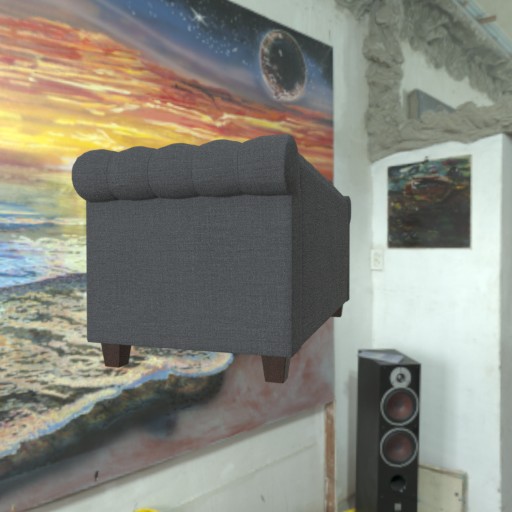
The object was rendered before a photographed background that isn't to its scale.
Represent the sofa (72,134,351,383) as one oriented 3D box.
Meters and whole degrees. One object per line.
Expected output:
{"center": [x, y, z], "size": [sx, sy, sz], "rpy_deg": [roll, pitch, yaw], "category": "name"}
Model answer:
{"center": [0.000, 0.000, 2.249], "size": [0.783, 0.797, 1.798], "rpy_deg": [0, 1, 18], "category": "sofa"}
